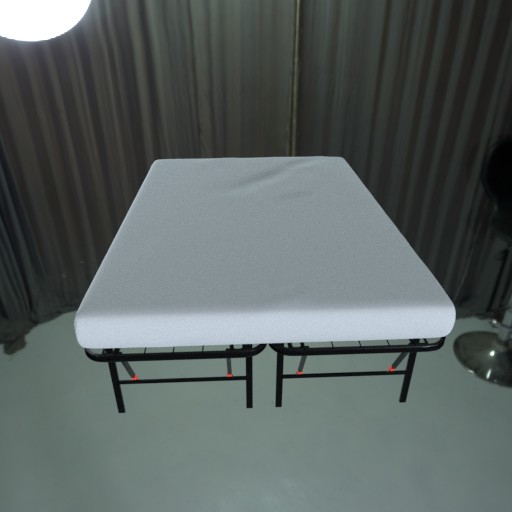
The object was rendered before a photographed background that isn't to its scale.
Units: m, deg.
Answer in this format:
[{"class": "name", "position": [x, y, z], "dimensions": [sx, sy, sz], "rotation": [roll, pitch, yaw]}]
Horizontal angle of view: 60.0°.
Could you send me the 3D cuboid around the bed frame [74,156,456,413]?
[{"class": "bed frame", "position": [0.000, 0.000, 2.497], "dimensions": [1.372, 0.637, 1.905], "rotation": [-1, 29, -2]}]
